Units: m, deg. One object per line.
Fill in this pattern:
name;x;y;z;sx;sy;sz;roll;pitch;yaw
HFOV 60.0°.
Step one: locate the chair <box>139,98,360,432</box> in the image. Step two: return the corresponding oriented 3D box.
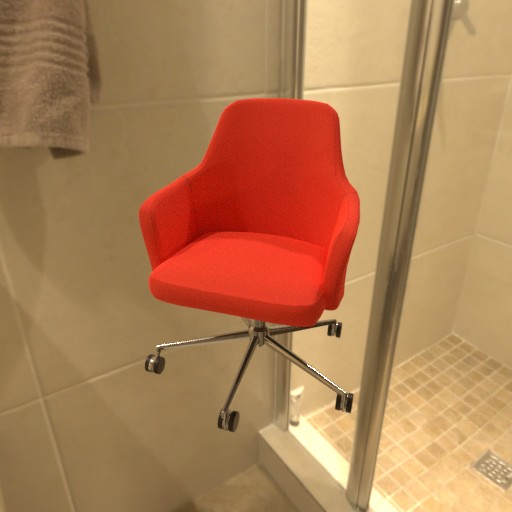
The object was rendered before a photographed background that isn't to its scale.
chair;0.000;0.000;1.297;0.655;0.820;0.600;8;27;17
